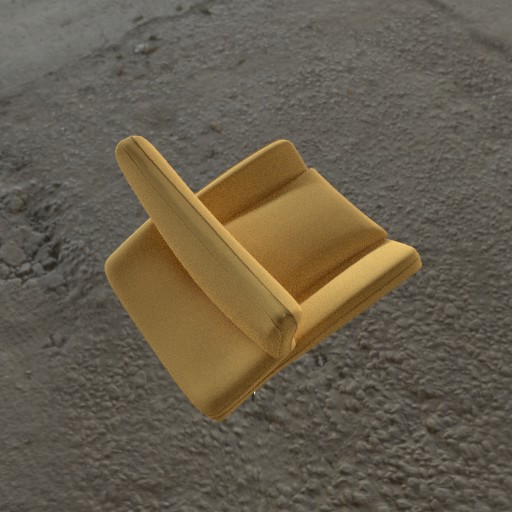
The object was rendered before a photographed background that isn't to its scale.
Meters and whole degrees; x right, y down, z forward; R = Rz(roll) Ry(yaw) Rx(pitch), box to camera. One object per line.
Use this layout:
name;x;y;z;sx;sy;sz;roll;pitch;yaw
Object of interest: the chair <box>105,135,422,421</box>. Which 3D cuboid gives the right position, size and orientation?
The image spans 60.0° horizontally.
chair;0.000;0.000;1.704;1.008;0.855;0.859;-34;64;-19
